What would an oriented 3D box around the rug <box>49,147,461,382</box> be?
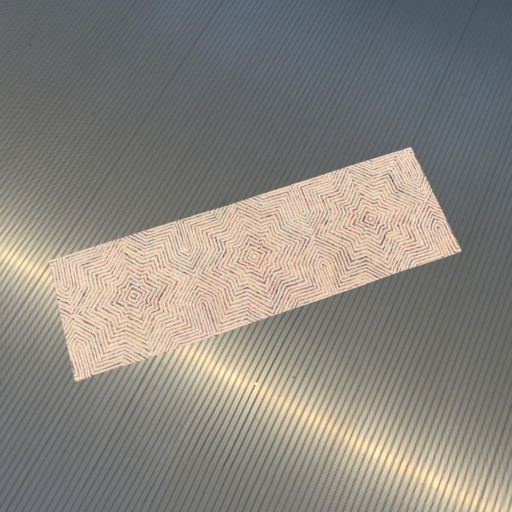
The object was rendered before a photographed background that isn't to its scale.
[{"bbox_3d":[0.000,0.000,2.743,2.443,0.009,0.771,-18,75,-5],"label":"rug"}]
